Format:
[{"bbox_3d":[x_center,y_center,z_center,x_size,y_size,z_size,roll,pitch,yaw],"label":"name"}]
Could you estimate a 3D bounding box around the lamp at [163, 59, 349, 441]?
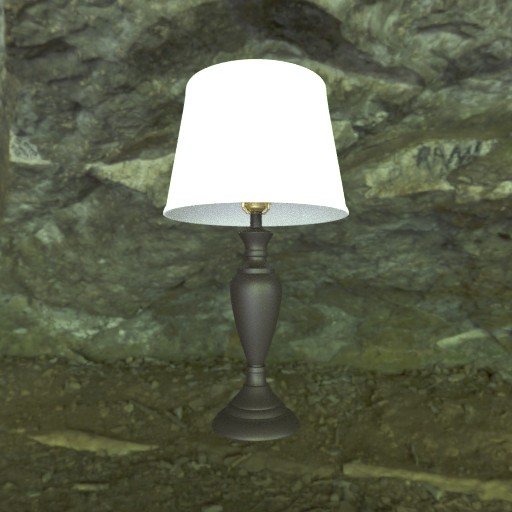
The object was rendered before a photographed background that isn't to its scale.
[{"bbox_3d":[0.000,0.000,0.814,0.335,0.611,0.335,0,-2,0],"label":"lamp"}]
